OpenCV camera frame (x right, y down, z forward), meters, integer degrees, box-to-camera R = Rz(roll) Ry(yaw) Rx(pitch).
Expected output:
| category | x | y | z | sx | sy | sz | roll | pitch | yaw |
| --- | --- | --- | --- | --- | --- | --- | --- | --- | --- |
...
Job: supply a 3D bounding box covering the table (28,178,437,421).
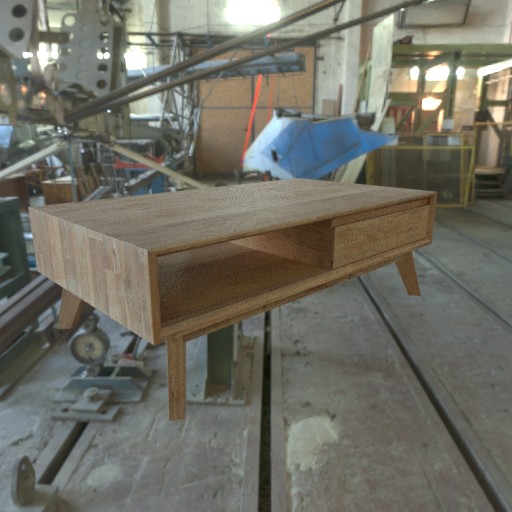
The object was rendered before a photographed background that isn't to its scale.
| category | x | y | z | sx | sy | sz | roll | pitch | yaw |
| --- | --- | --- | --- | --- | --- | --- | --- | --- | --- |
| table | 0.000 | 0.000 | 2.044 | 1.619 | 0.531 | 0.918 | -15 | 21 | -42 |
